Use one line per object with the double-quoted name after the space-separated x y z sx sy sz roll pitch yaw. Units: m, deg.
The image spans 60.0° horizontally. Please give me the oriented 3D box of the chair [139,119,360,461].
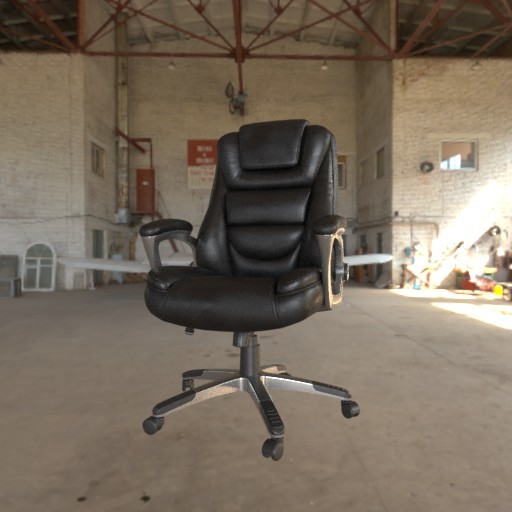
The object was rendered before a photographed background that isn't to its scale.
0.000 0.000 1.527 0.697 1.075 0.689 0 1 19 "chair"
